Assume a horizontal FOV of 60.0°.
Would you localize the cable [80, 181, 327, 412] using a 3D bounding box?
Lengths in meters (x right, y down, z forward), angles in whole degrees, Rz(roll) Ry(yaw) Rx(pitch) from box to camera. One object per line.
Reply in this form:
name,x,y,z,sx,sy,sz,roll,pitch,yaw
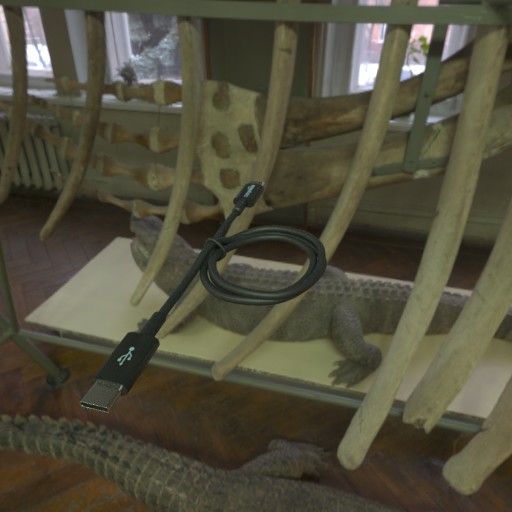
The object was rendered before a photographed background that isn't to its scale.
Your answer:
cable,0.000,0.000,0.222,0.070,0.014,0.203,8,32,13
